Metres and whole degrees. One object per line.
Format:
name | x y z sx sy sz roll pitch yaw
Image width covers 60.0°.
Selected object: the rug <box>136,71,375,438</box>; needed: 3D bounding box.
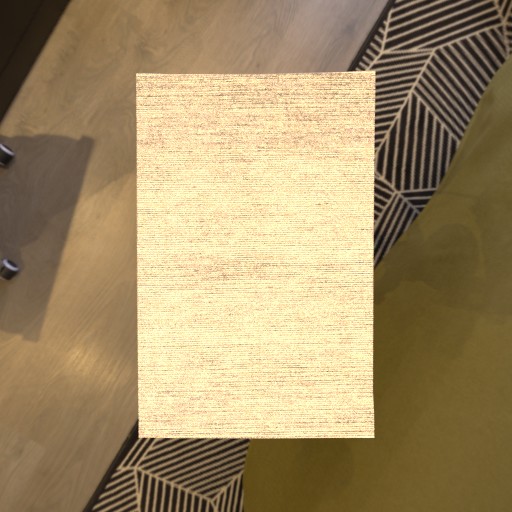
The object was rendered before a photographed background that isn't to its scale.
rug | 0.000 0.000 2.136 1.149 0.021 1.773 0 91 0
